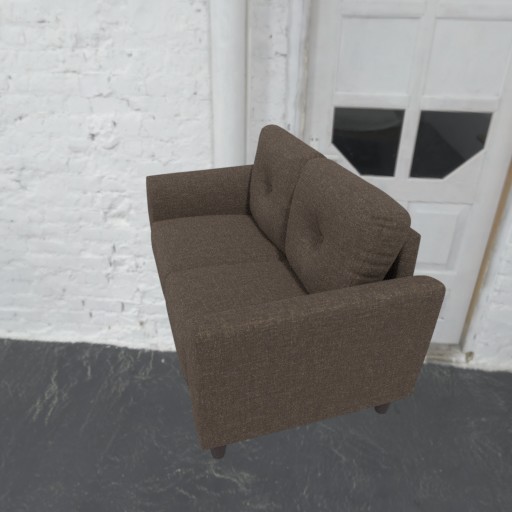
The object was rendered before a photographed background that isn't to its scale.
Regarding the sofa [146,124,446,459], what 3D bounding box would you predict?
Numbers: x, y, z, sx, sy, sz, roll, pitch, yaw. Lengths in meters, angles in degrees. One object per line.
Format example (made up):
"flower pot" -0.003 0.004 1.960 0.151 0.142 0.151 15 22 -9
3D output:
"sofa" 0.000 0.000 1.990 0.851 0.885 1.423 -9 30 -15
